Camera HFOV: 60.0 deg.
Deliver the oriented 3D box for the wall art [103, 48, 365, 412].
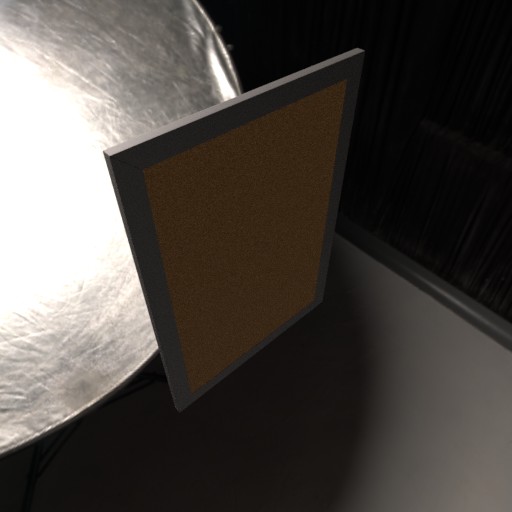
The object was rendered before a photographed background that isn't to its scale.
[{"bbox_3d":[0.000,0.000,0.696,0.380,0.534,0.013,-33,54,-28],"label":"wall art"}]
